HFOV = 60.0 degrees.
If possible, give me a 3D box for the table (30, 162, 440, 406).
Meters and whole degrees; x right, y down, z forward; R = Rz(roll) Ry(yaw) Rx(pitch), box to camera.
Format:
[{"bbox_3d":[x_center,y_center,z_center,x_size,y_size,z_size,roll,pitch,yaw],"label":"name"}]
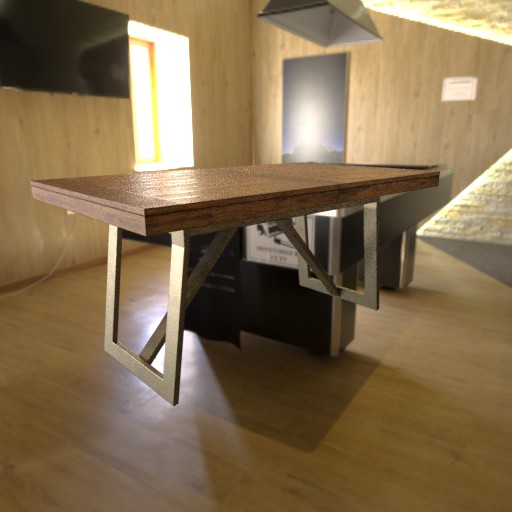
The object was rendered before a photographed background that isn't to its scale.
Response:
[{"bbox_3d":[0.000,0.000,2.110,1.641,0.757,0.931,-14,21,-41],"label":"table"}]
